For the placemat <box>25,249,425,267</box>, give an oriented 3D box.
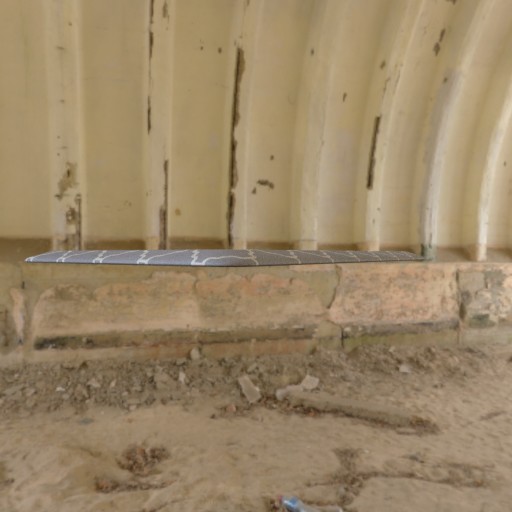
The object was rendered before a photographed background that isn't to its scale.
[{"bbox_3d":[0.000,0.000,0.951,0.508,0.021,0.762,0,0,37],"label":"placemat"}]
